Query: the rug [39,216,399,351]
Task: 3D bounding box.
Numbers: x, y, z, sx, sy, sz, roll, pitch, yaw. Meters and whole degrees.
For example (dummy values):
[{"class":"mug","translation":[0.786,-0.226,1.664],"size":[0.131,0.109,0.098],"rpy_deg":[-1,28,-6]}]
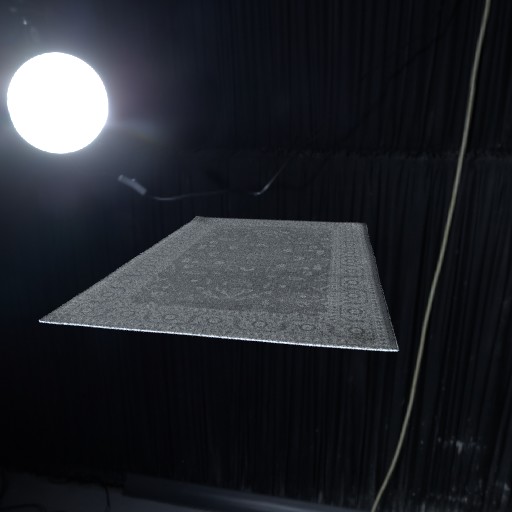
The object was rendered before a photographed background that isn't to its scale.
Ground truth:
[{"class":"rug","translation":[0.000,0.000,2.292],"size":[1.209,0.019,1.828],"rpy_deg":[3,17,10]}]
